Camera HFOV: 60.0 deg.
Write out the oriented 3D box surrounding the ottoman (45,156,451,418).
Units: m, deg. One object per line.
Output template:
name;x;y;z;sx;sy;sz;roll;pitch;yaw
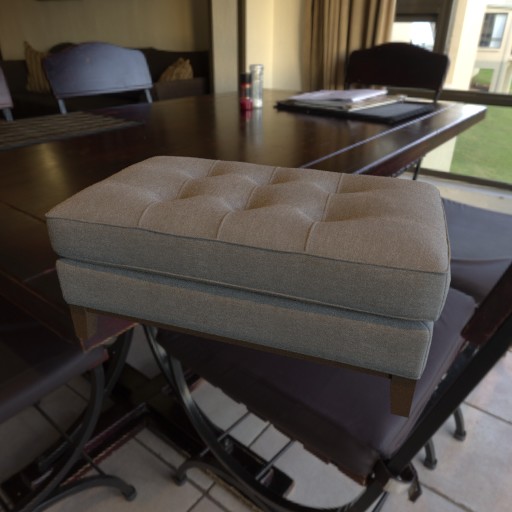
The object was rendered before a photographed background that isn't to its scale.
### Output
ottoman;0.000;0.000;1.492;1.143;0.514;0.648;9;29;17
